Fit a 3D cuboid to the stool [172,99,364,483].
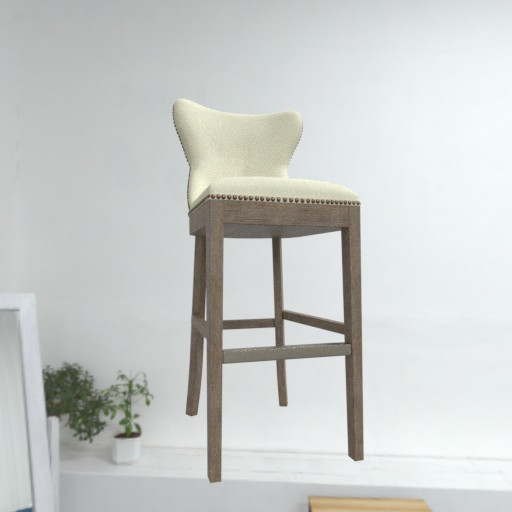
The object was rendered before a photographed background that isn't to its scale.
[{"bbox_3d":[0.000,0.000,1.438,0.494,1.123,0.606,0,-1,-17],"label":"stool"}]
